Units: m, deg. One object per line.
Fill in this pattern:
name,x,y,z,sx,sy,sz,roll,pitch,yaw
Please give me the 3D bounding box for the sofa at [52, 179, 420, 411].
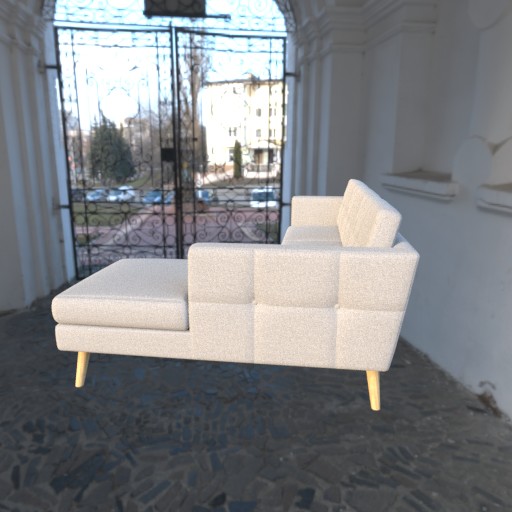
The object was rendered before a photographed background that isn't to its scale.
sofa,0.000,0.000,2.789,1.530,0.860,2.040,2,14,8
